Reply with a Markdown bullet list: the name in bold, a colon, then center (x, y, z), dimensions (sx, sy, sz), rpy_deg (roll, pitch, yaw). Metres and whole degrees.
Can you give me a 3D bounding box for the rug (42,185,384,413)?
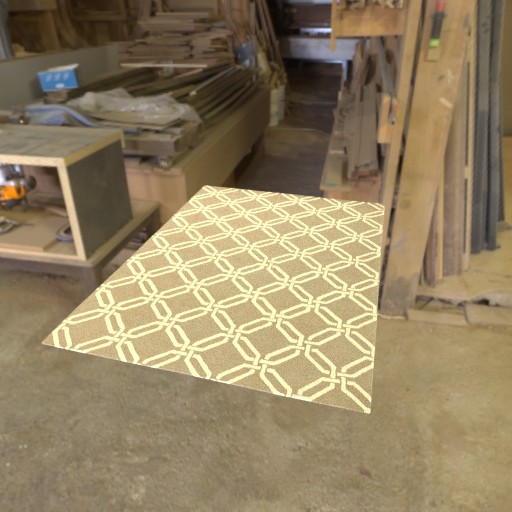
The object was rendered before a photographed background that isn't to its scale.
- **rug**: center (0.000, 0.000, 4.485), dimensions (2.441, 0.020, 3.419), rpy_deg (8, 31, 13)
